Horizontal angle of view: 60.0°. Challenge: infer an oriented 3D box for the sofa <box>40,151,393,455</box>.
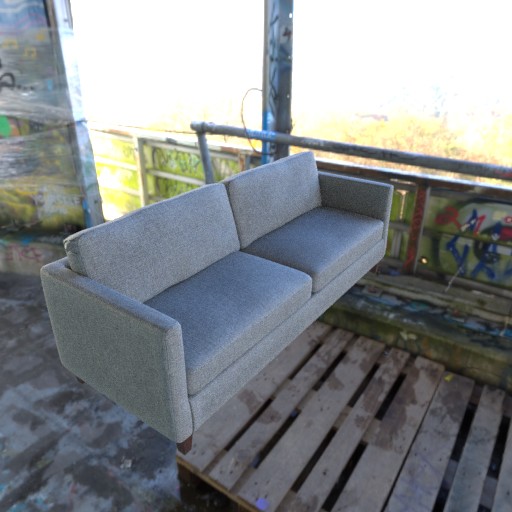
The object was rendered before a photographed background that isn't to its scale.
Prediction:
[{"bbox_3d":[0.000,0.000,2.941,0.948,0.951,2.434,18,31,32],"label":"sofa"}]
